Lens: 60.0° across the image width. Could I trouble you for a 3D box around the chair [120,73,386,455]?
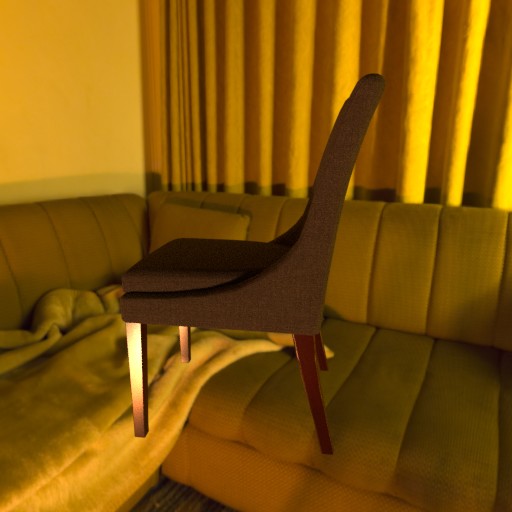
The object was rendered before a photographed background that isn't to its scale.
[{"bbox_3d":[0.000,0.000,1.327,0.655,0.952,0.508,2,14,7],"label":"chair"}]
